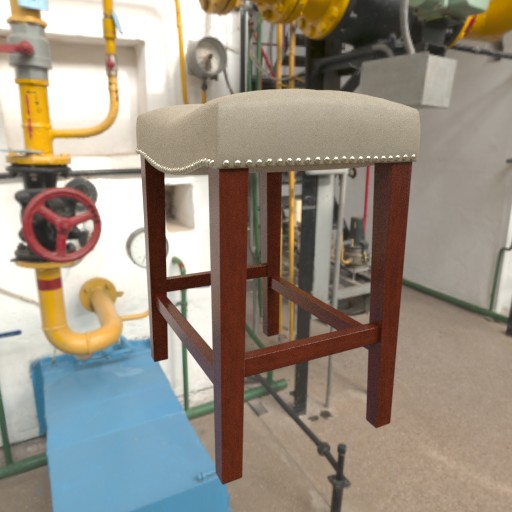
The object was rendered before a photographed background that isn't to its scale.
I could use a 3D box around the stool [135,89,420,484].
[{"bbox_3d":[0.000,0.000,0.943,0.375,0.632,0.509,-8,17,-25],"label":"stool"}]
